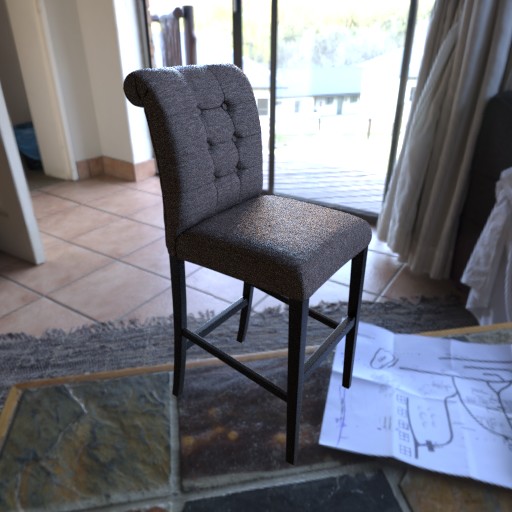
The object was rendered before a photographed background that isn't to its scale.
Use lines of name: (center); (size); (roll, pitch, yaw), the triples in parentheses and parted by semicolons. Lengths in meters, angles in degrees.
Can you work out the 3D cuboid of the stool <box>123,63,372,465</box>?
stool: (0.000, 0.000, 1.449); (0.613, 1.131, 0.452); (17, 31, 31)
